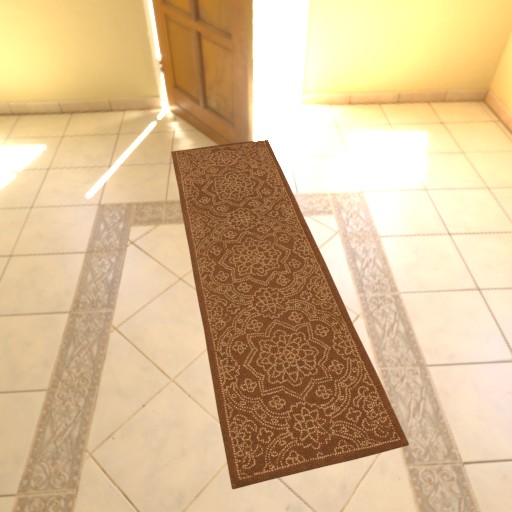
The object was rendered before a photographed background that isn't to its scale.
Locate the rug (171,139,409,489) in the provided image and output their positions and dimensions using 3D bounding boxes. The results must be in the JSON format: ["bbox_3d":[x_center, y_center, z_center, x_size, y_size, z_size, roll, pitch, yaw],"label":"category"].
[{"bbox_3d":[0.000,0.000,2.635,0.769,0.012,2.448,-10,47,-9],"label":"rug"}]
